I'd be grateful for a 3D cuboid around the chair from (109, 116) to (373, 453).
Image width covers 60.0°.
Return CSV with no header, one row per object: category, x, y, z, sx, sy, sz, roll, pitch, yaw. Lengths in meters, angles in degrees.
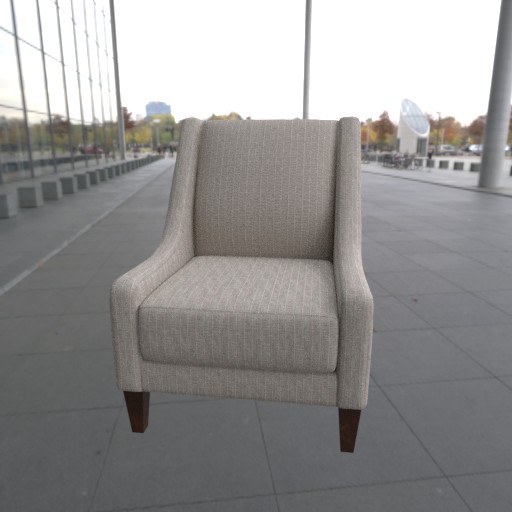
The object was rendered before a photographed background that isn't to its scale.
chair,0.000,0.000,1.620,0.774,1.014,0.870,2,14,8
